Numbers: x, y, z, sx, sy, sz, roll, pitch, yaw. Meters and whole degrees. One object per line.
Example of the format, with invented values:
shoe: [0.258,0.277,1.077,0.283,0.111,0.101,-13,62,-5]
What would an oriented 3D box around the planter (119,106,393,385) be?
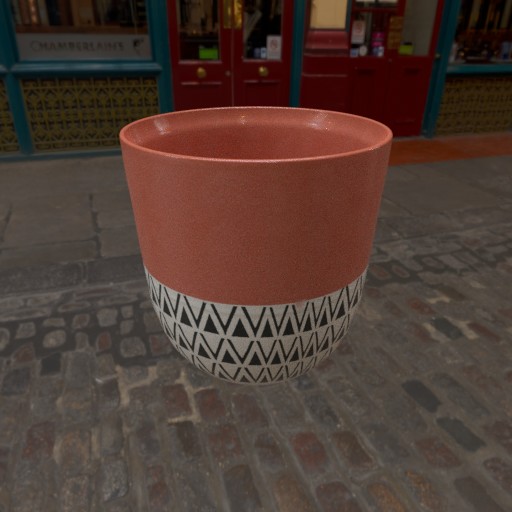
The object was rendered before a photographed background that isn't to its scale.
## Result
planter: [0.000,0.000,0.375,0.195,0.214,0.195,0,27,0]
